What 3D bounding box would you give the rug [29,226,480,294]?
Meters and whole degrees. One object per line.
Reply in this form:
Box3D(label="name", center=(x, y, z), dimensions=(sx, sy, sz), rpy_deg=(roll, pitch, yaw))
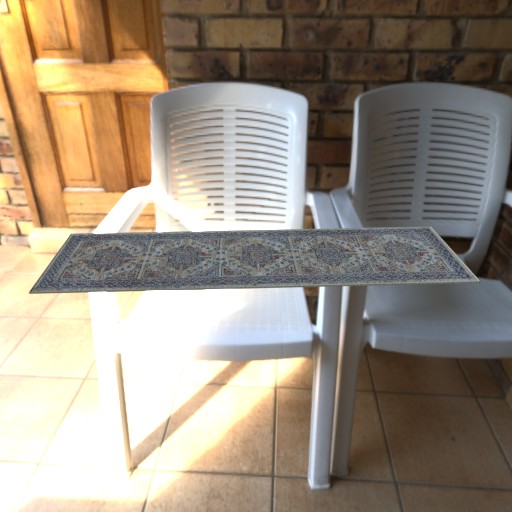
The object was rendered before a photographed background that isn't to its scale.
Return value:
Box3D(label="rug", center=(0.000, 0.000, 2.539), dimensions=(2.297, 0.013, 0.661), rpy_deg=(-1, 29, -2))
